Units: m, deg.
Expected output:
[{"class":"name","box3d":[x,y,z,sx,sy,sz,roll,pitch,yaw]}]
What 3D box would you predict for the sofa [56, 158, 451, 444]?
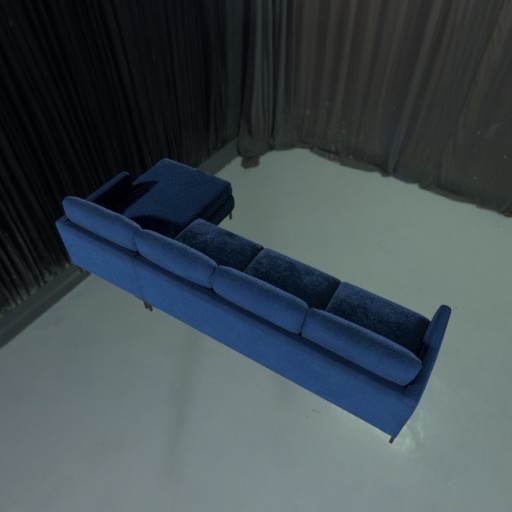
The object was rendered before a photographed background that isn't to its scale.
[{"class":"sofa","box3d":[0.000,0.000,3.480,2.932,0.810,1.350,24,51,21]}]
